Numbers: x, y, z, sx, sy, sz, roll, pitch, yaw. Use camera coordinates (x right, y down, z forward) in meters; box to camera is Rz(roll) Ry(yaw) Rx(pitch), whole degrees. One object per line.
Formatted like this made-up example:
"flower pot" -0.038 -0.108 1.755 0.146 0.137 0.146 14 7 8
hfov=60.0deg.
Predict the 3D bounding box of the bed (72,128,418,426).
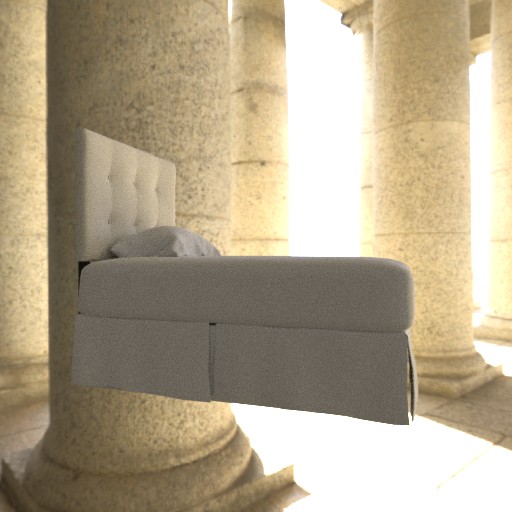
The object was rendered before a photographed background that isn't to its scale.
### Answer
"bed" 0.000 0.000 2.926 1.997 1.571 1.261 0 0 19
